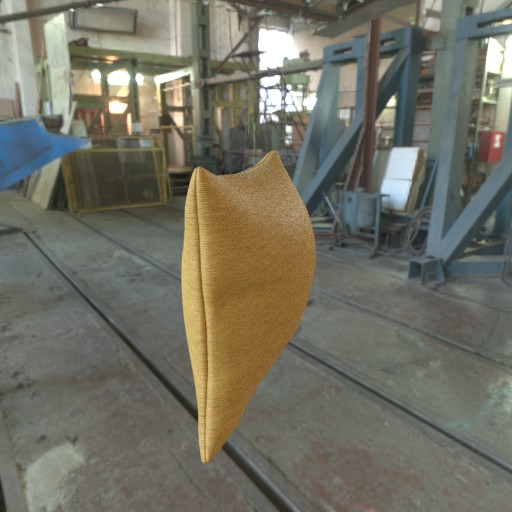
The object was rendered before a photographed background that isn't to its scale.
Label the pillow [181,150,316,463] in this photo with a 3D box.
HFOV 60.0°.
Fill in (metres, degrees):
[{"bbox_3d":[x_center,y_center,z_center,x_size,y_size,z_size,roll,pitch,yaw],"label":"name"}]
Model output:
[{"bbox_3d":[0.000,0.000,0.787,0.210,0.354,0.634,3,16,9],"label":"pillow"}]
